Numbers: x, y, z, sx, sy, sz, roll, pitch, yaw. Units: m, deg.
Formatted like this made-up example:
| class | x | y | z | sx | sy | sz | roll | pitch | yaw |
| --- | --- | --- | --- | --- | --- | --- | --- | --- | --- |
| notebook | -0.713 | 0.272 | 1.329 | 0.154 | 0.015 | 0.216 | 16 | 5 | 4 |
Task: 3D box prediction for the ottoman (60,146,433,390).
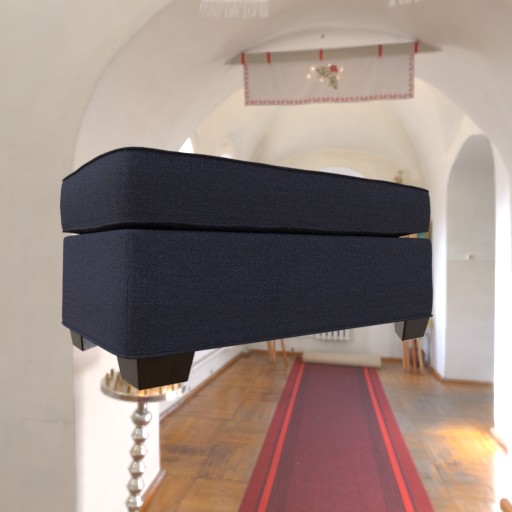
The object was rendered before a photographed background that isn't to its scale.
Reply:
| class | x | y | z | sx | sy | sz | roll | pitch | yaw |
| --- | --- | --- | --- | --- | --- | --- | --- | --- | --- |
| ottoman | 0.000 | 0.000 | 1.175 | 0.895 | 0.453 | 0.505 | 0 | 1 | -36 |
